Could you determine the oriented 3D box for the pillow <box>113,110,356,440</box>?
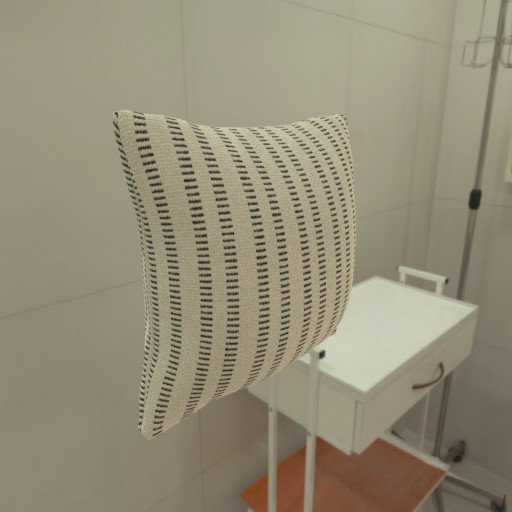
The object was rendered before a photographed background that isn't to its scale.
[{"bbox_3d":[0.000,0.000,0.677,0.247,0.419,0.438,16,23,42],"label":"pillow"}]
